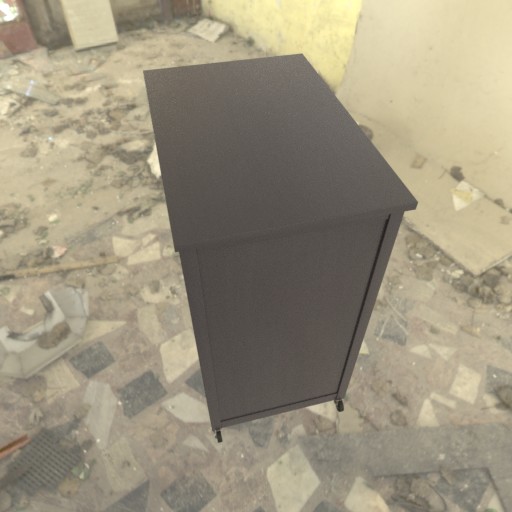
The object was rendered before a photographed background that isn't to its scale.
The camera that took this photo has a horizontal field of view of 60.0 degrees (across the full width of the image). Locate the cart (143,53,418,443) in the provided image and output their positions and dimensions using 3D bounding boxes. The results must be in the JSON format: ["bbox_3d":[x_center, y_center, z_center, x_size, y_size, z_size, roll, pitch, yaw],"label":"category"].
[{"bbox_3d":[0.000,0.000,1.303,0.449,0.878,0.690,-10,48,-10],"label":"cart"}]
